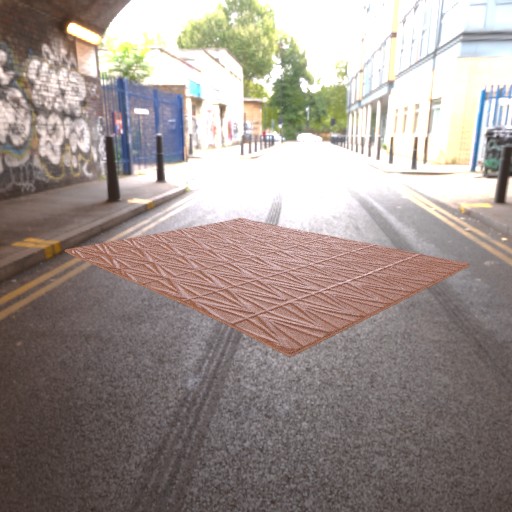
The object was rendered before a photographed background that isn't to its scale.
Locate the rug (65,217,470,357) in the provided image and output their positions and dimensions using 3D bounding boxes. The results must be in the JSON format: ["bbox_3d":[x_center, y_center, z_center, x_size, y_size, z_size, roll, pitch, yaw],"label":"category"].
[{"bbox_3d":[0.000,0.000,4.227,2.453,0.043,3.052,-15,21,-42],"label":"rug"}]
